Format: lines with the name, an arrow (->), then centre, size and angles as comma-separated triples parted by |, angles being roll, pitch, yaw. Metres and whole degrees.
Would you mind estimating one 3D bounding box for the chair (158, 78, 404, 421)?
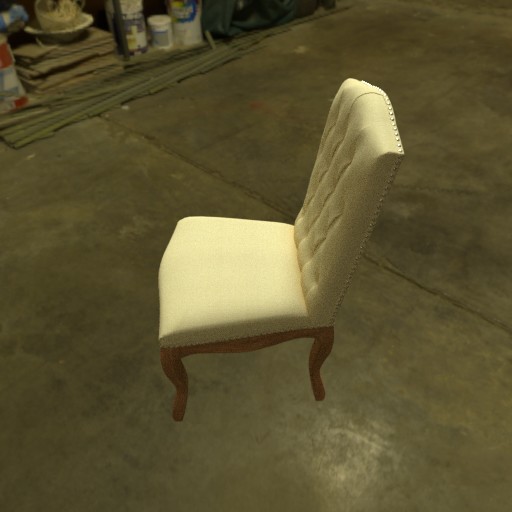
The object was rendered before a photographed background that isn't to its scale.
chair -> 0.000, 0.000, 1.570 | 0.715, 1.165, 0.623 | -1, 42, -1
